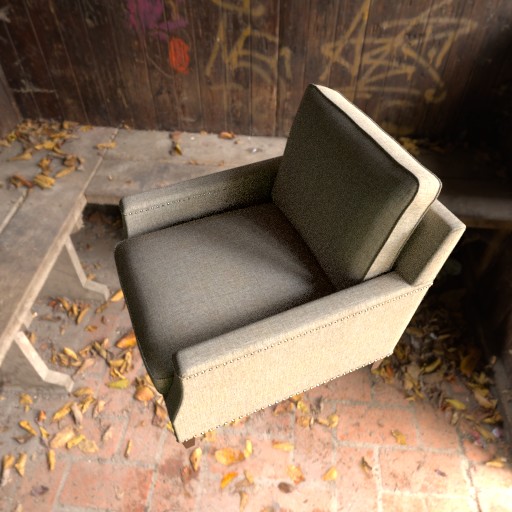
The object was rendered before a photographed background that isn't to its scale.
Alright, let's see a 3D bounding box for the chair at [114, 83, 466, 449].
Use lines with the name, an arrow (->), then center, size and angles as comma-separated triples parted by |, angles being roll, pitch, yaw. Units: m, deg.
chair -> 0.000, 0.000, 1.683 | 1.014, 0.943, 0.853 | -18, 50, -16
